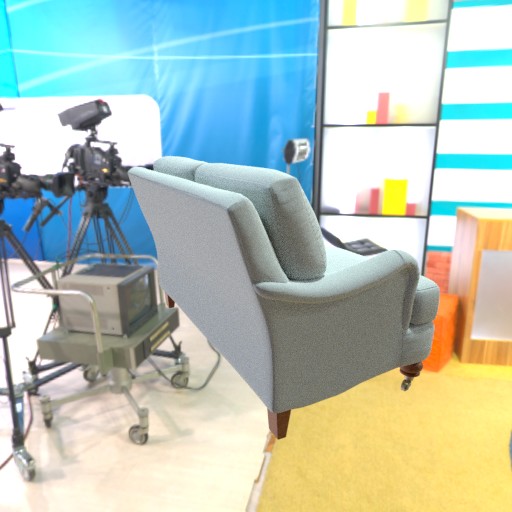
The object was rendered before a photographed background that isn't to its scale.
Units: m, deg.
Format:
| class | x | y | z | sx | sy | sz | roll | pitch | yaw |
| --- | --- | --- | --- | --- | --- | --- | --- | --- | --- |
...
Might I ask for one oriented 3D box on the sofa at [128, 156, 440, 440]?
| class | x | y | z | sx | sy | sz | roll | pitch | yaw |
| --- | --- | --- | --- | --- | --- | --- | --- | --- | --- |
| sofa | 0.000 | 0.000 | 2.603 | 1.084 | 1.101 | 1.853 | -7 | 17 | -26 |
